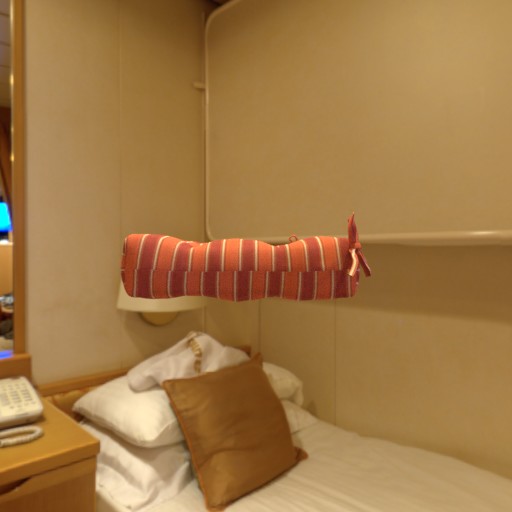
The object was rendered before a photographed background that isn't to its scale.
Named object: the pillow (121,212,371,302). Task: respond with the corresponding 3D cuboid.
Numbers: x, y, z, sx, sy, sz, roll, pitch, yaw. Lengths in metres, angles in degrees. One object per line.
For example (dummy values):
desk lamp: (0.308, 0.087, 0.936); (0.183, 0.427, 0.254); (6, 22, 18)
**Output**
pillow: (0.000, 0.000, 1.352); (0.511, 0.174, 1.194); (0, 1, 0)
